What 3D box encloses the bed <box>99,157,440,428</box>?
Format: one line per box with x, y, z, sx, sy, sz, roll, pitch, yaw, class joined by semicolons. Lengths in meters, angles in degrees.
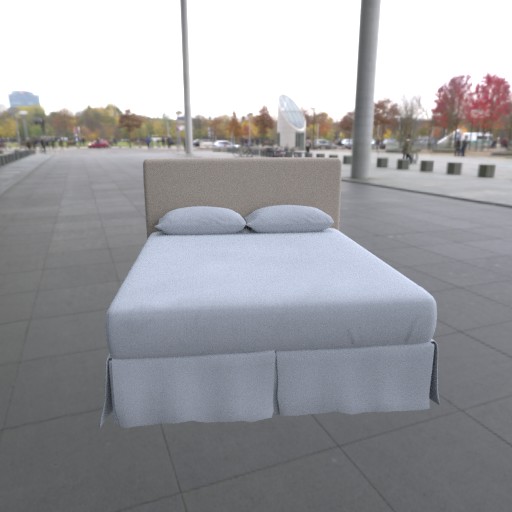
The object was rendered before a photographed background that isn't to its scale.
0.000;0.000;3.245;1.884;1.330;2.142;-2;15;-6;bed
